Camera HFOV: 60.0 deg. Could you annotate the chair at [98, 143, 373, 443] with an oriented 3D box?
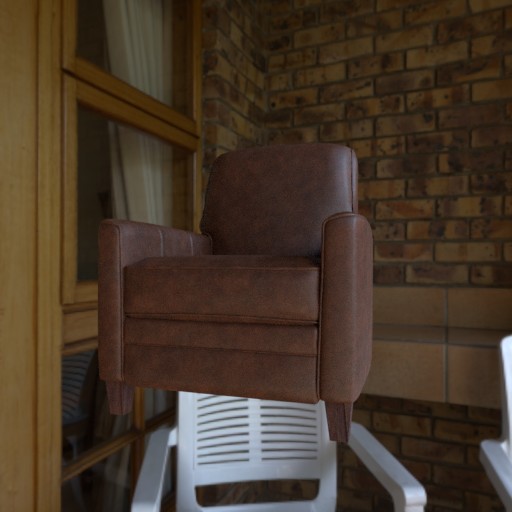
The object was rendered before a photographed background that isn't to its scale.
[{"bbox_3d":[0.000,0.000,1.647,0.839,1.010,0.850,0,0,17],"label":"chair"}]
